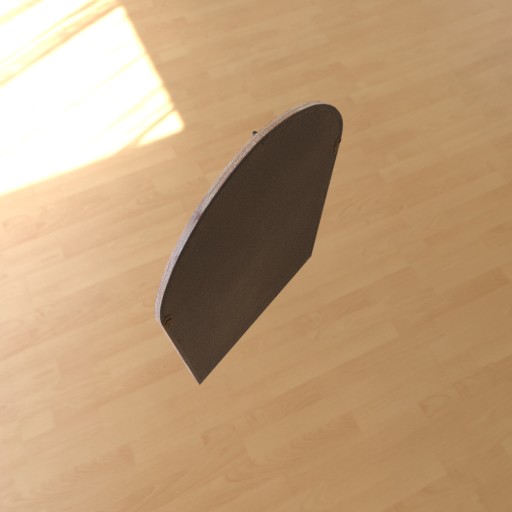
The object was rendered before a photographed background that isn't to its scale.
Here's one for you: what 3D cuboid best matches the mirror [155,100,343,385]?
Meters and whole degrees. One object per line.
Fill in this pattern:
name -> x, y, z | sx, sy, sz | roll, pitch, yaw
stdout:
mirror -> 0.000, 0.000, 1.141 | 0.032, 0.915, 0.609 | 37, 69, 16
